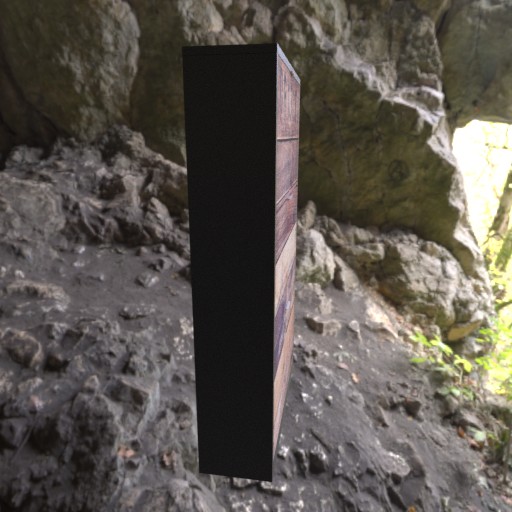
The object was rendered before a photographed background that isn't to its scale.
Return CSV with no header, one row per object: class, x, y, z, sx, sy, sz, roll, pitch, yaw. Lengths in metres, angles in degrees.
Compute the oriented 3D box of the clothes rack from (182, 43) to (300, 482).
clothes rack,0.000,0.000,1.616,0.250,1.280,0.750,3,15,9
